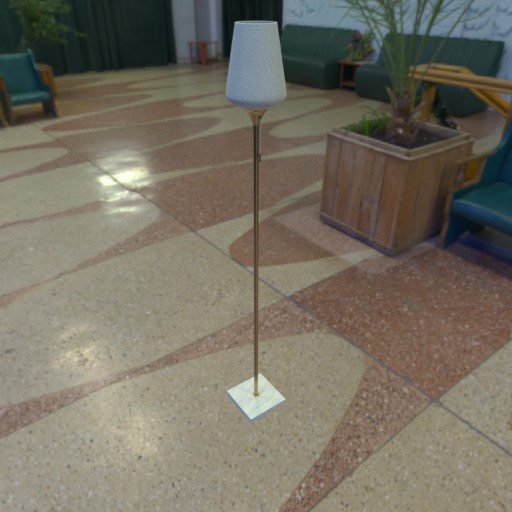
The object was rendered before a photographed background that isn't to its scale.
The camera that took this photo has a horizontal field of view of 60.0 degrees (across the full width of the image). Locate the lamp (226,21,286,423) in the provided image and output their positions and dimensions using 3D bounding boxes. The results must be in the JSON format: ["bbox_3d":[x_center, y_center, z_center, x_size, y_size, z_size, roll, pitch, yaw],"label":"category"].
[{"bbox_3d":[0.000,0.000,1.941,0.229,1.813,0.232,-20,36,-30],"label":"lamp"}]
